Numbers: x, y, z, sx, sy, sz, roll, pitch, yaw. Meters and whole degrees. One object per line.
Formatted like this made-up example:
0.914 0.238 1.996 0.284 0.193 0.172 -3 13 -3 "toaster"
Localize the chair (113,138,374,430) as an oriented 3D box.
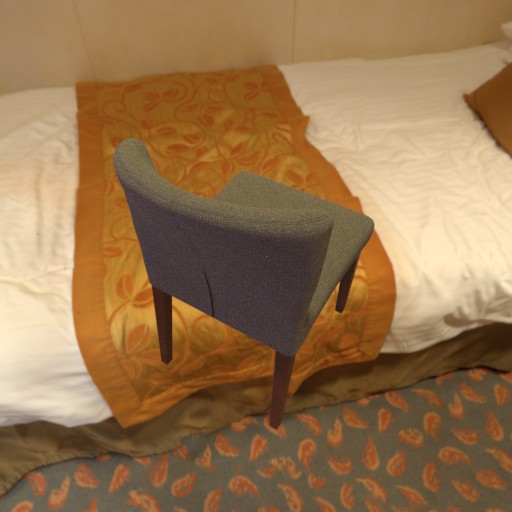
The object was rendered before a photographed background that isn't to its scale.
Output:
0.000 0.000 1.229 0.491 0.839 0.589 24 52 20 "chair"
